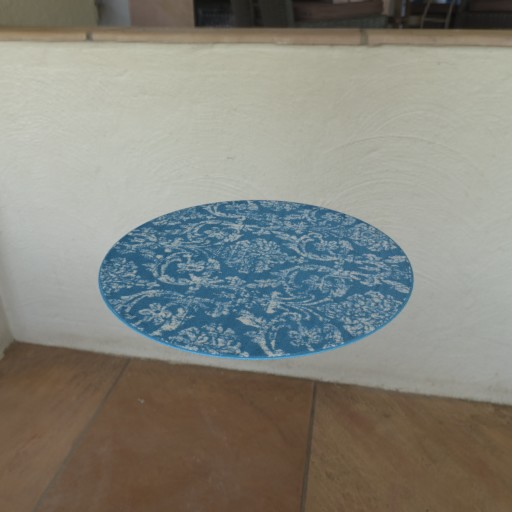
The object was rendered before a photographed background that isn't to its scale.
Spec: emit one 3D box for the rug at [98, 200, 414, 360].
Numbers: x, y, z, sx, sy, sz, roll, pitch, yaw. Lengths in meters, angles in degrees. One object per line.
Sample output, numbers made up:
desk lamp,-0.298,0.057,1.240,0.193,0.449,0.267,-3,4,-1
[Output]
rug,0.000,0.000,2.342,1.593,0.012,1.593,0,29,0
